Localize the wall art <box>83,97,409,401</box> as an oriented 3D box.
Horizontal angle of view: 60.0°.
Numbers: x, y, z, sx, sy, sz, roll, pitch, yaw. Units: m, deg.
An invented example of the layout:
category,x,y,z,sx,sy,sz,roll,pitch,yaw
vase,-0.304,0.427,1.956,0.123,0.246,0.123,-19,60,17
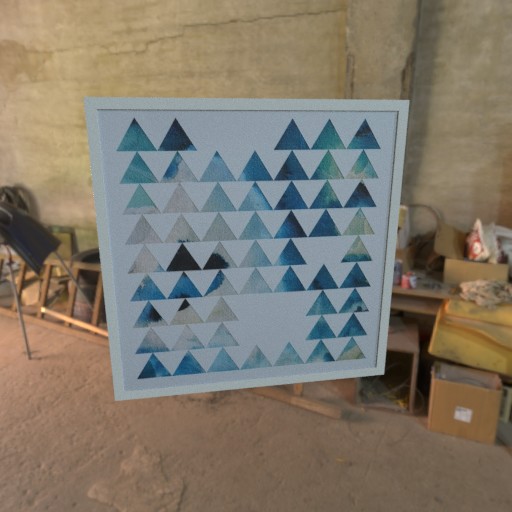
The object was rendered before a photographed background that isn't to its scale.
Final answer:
category,x,y,z,sx,sy,sz,roll,pitch,yaw
wall art,0.000,0.000,1.208,0.809,0.809,0.012,-3,17,-9
